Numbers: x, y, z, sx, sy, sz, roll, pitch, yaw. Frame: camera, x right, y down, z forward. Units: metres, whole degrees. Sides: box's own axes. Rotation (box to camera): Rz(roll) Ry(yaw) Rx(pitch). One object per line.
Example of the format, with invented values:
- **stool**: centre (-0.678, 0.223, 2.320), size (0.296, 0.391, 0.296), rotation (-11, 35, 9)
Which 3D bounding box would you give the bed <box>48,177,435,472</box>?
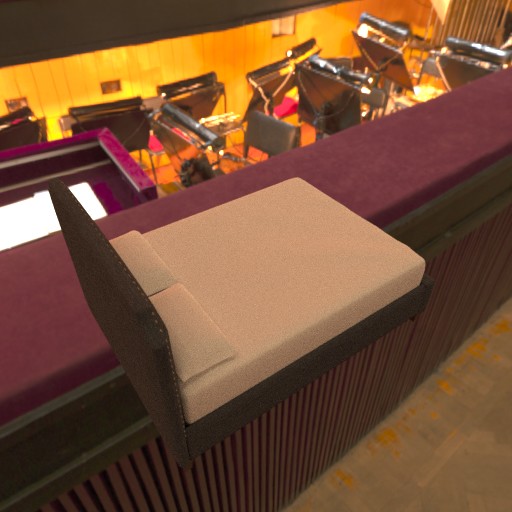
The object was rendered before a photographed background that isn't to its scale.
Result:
- **bed**: centre (0.000, 0.000, 3.402), size (2.372, 1.443, 1.713), rotation (-24, 46, -26)
